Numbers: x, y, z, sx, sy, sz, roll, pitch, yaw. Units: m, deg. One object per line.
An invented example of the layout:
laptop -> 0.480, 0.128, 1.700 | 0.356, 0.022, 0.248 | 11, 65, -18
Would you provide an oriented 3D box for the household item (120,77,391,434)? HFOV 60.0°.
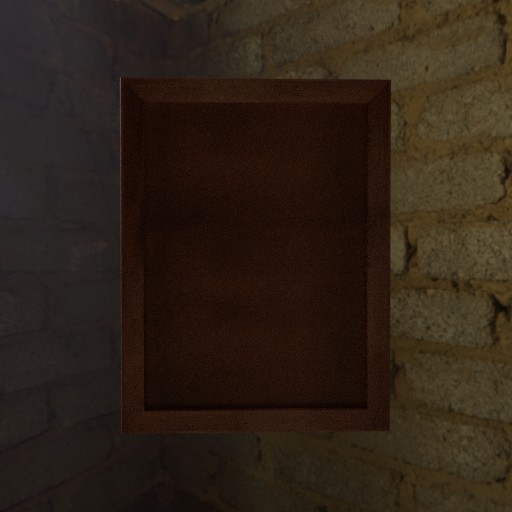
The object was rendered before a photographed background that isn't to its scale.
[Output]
household item -> 0.000, 0.000, 0.542 | 0.310, 0.407, 0.067 | 0, 1, -1
